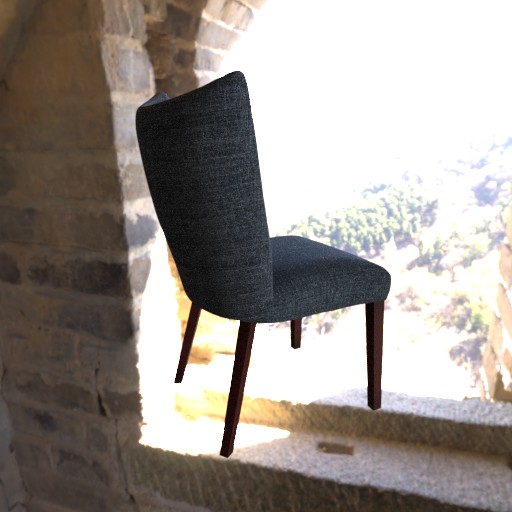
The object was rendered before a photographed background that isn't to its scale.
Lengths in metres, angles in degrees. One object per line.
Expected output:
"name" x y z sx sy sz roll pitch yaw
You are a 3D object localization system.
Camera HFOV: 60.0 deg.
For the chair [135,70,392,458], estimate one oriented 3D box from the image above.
"chair" 0.000 0.000 1.285 0.623 0.924 0.535 -8 17 -27
